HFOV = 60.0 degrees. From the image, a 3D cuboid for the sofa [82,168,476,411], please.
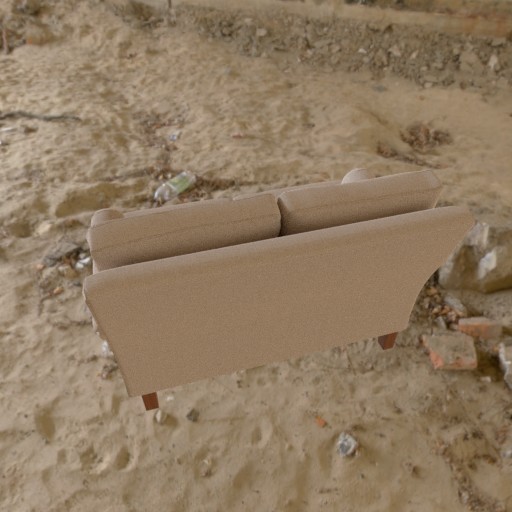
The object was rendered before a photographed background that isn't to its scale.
[{"bbox_3d":[0.000,0.000,2.200,1.508,1.048,1.087,-11,42,-12],"label":"sofa"}]
